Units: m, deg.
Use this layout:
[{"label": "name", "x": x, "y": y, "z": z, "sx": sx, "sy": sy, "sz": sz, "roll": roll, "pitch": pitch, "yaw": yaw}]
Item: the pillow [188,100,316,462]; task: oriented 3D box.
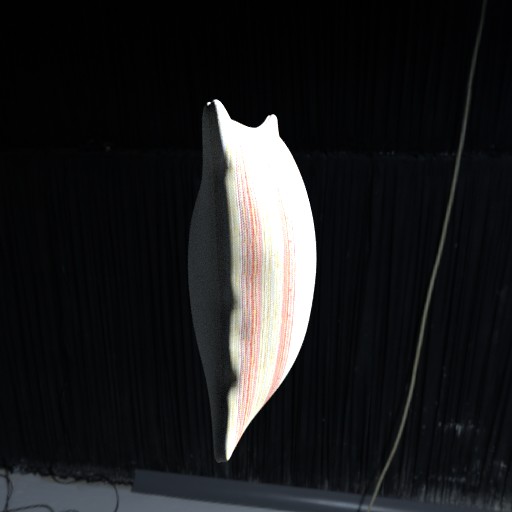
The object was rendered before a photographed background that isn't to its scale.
[{"label": "pillow", "x": 0.000, "y": 0.000, "z": 0.710, "sx": 0.191, "sy": 0.449, "sz": 0.451, "roll": 3, "pitch": 16, "yaw": 9}]
